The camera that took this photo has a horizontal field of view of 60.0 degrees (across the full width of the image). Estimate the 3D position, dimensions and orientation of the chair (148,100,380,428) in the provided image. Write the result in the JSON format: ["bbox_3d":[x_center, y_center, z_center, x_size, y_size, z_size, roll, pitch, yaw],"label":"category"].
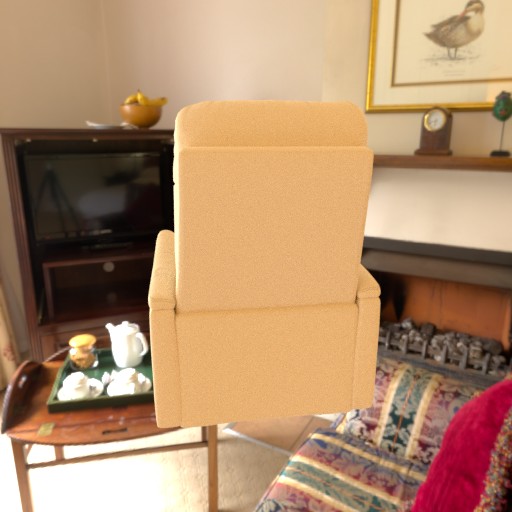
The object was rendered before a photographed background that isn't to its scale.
[{"bbox_3d":[0.000,0.000,1.687,0.775,1.082,0.831,-2,15,-9],"label":"chair"}]
